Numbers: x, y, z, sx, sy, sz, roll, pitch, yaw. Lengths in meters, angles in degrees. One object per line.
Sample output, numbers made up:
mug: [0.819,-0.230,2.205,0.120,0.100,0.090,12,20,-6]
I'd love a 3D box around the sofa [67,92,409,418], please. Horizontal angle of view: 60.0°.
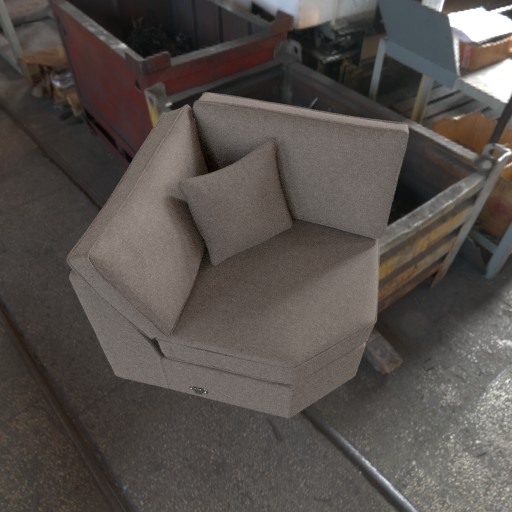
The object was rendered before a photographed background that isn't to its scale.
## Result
sofa: [0.000,0.000,1.888,1.042,0.951,1.050,11,49,10]
